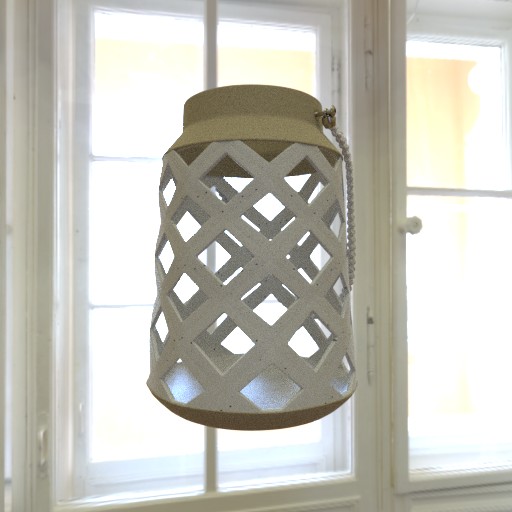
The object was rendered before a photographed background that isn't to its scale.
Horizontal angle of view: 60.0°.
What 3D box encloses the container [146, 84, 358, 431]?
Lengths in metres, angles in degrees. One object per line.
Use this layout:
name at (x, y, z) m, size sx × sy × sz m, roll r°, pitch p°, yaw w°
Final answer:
container at (0.000, 0.000, 0.352) m, size 0.163 × 0.229 × 0.172 m, roll 0°, pitch 0°, yaw 36°
